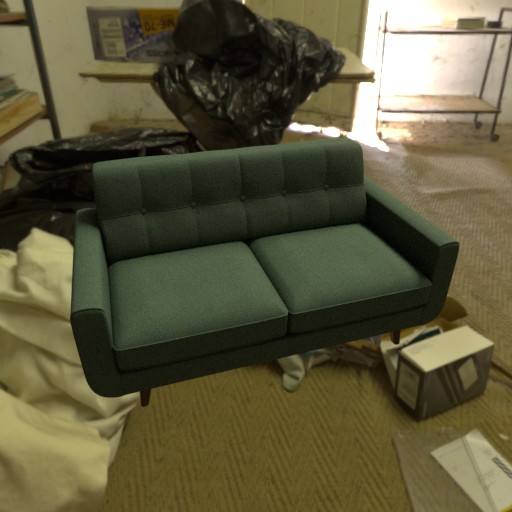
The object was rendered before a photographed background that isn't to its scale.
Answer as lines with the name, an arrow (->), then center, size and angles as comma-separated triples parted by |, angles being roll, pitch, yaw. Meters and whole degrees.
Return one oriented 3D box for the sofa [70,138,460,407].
sofa -> 0.000, 0.000, 2.155 | 1.631, 0.841, 0.909 | -10, 33, -15
